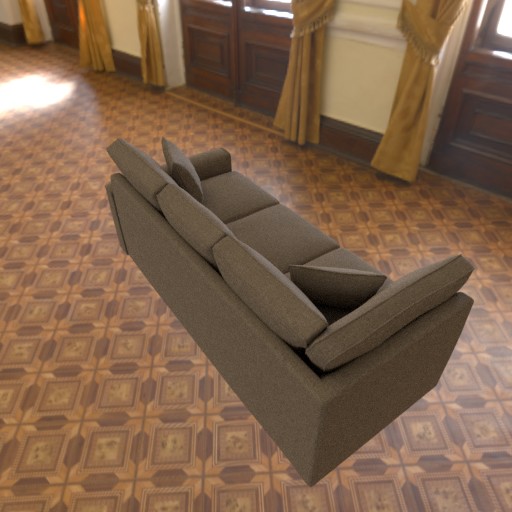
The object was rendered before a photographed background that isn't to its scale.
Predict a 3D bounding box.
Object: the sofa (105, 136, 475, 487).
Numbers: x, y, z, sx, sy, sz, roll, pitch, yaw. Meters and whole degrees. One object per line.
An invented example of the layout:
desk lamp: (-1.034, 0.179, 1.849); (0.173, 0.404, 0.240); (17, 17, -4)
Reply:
sofa: (0.000, 0.000, 2.797); (1.061, 0.962, 2.317); (-24, 45, -27)
